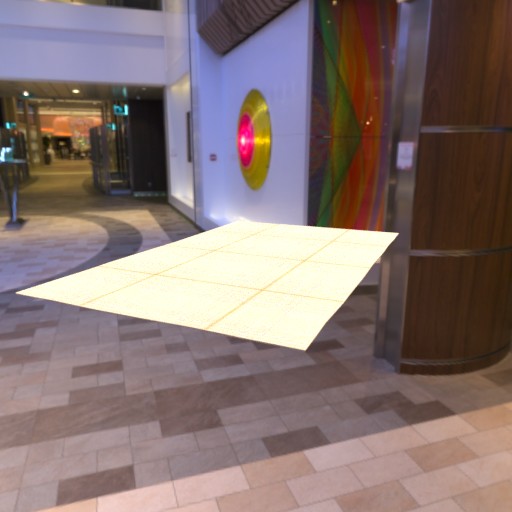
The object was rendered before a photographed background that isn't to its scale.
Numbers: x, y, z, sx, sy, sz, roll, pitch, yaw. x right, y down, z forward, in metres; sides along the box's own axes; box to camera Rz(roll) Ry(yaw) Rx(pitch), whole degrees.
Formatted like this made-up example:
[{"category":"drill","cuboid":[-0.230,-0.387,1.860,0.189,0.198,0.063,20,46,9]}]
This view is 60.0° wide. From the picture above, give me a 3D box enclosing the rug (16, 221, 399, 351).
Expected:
[{"category":"rug","cuboid":[0.000,0.000,2.981,1.527,0.016,2.442,6,15,24]}]
